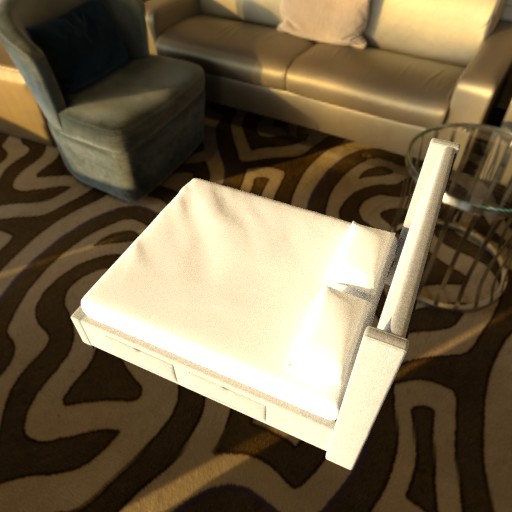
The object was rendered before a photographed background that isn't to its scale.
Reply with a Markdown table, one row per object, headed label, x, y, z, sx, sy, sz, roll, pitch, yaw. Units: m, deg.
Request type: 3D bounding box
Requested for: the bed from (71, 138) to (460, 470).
| label | x | y | z | sx | sy | sz | roll | pitch | yaw |
| --- | --- | --- | --- | --- | --- | --- | --- | --- | --- |
| bed | 0.000 | 0.000 | 3.278 | 2.222 | 1.491 | 1.774 | 18 | 49 | 17 |
